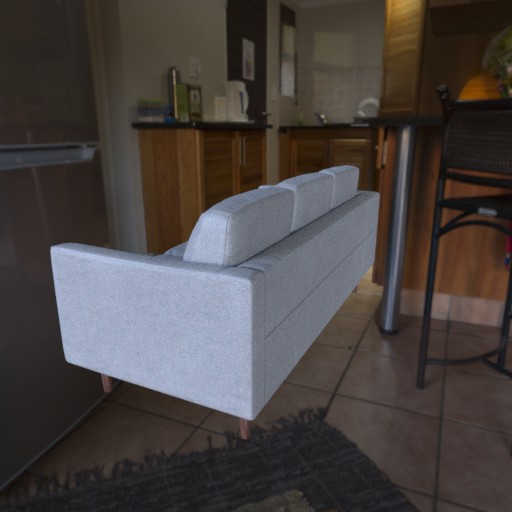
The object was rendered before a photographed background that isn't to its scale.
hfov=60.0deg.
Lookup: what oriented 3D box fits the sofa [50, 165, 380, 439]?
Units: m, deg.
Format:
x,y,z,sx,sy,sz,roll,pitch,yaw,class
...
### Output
x,y,z,sx,sy,sz,roll,pitch,yaw,class
0.000,0.000,2.481,0.944,0.918,1.983,8,19,25,sofa
